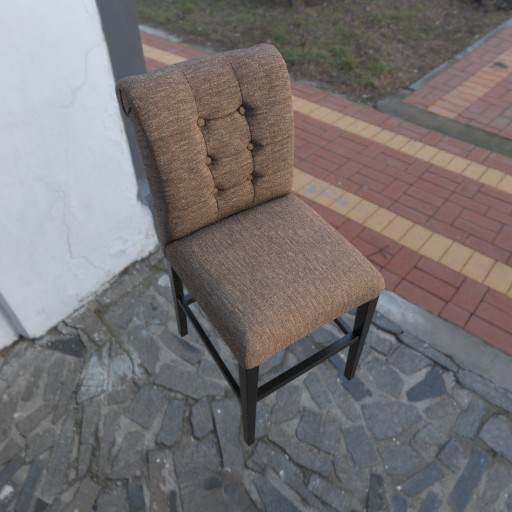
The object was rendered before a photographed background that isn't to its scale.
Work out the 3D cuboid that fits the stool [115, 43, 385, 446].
[{"bbox_3d":[0.000,0.000,1.303,0.457,0.970,0.611,-25,51,-22],"label":"stool"}]
